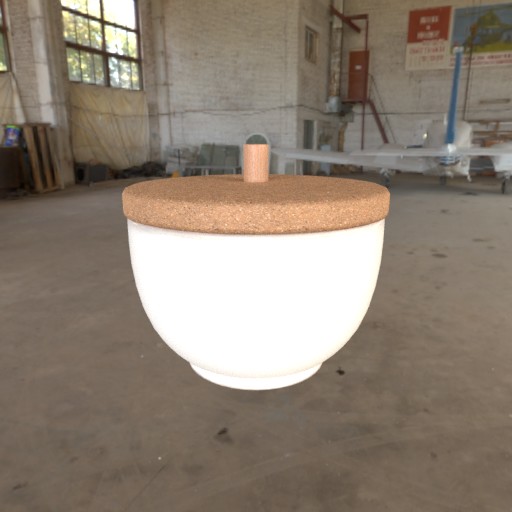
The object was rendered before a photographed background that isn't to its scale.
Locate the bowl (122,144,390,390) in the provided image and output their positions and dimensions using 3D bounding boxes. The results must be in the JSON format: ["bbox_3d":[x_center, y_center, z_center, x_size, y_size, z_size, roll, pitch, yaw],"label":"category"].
[{"bbox_3d":[0.000,0.000,0.226,0.126,0.110,0.126,0,15,0],"label":"bowl"}]
